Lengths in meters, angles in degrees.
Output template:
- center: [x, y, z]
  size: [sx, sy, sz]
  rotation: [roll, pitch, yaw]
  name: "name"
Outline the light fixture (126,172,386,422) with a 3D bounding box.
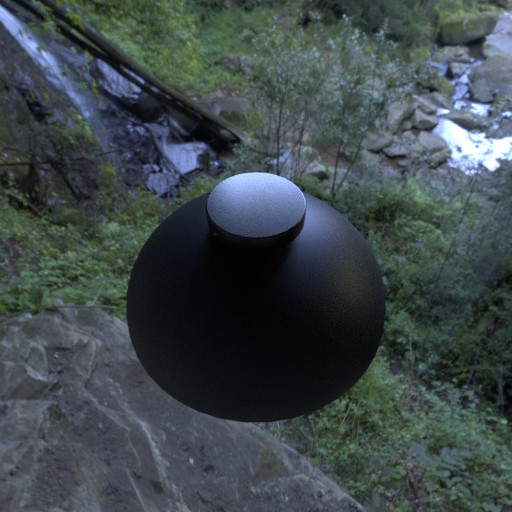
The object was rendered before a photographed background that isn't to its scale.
- center: [0.000, 0.000, 0.560]
  size: [0.355, 0.177, 0.355]
  rotation: [0, 48, 0]
  name: "light fixture"
